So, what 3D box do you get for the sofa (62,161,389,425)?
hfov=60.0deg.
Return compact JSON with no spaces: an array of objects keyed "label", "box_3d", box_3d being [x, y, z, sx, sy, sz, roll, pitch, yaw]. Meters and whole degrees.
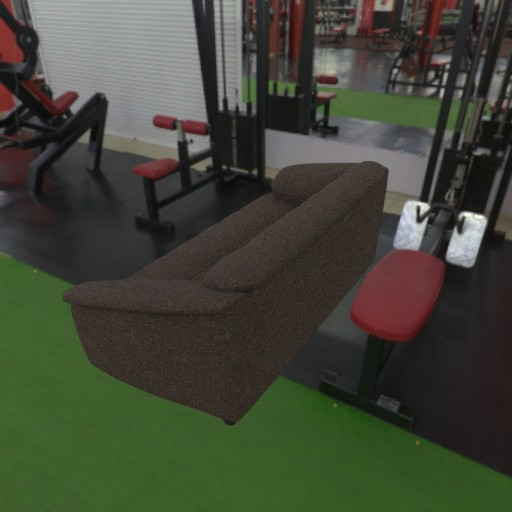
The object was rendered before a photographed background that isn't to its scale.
[{"label":"sofa","box_3d":[0.000,0.000,2.382,0.887,0.790,1.849,19,36,28]}]
